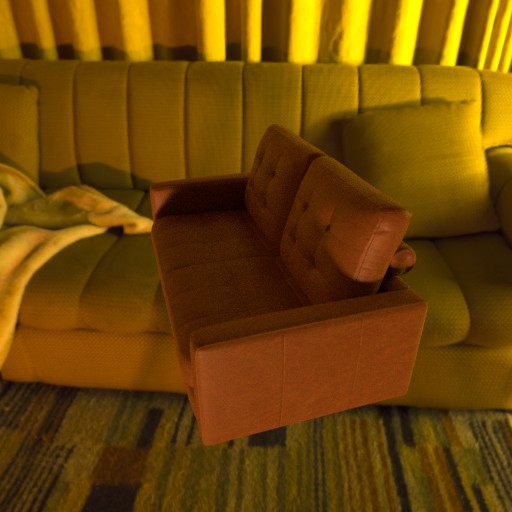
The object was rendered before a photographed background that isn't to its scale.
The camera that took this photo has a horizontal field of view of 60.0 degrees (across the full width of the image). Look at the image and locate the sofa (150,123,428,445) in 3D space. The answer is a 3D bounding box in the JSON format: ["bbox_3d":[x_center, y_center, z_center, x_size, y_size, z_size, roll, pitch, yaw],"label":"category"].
[{"bbox_3d":[0.000,0.000,2.027,0.868,0.898,1.430,-9,31,-15],"label":"sofa"}]
